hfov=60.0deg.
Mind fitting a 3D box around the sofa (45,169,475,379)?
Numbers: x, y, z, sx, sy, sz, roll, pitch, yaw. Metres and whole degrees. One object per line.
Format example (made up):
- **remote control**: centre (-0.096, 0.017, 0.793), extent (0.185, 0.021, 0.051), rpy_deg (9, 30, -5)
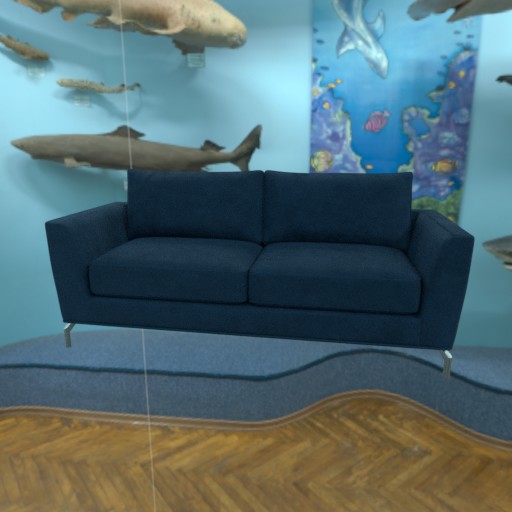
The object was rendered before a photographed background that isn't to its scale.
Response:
- **sofa**: centre (0.000, 0.000, 2.687), extent (2.212, 0.998, 0.853), rpy_deg (2, 15, 9)
